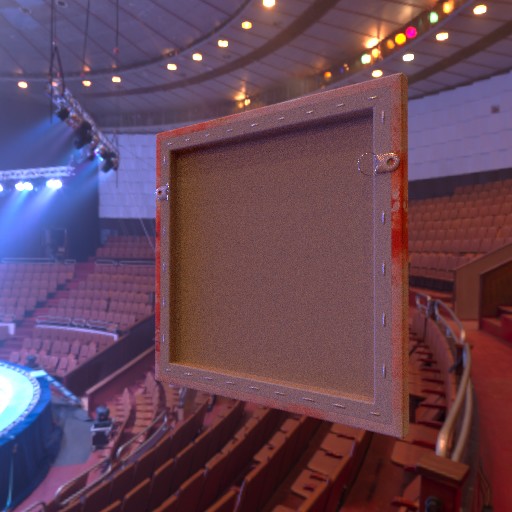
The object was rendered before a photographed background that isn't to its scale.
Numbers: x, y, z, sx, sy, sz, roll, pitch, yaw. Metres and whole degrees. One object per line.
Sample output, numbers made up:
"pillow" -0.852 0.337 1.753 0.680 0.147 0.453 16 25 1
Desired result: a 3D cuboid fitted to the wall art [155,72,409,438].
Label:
"wall art" 0.000 0.000 1.123 0.747 0.746 0.064 0 -1 36
